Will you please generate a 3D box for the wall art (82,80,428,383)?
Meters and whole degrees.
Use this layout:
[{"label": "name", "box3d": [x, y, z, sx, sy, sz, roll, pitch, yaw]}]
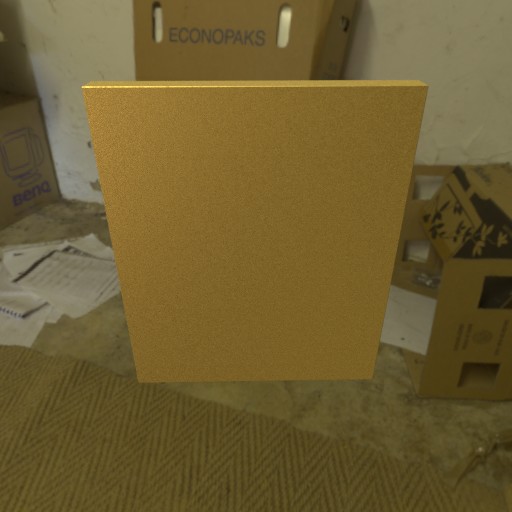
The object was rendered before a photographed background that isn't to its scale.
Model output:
[{"label": "wall art", "box3d": [0.000, 0.000, 0.871, 0.537, 0.642, 0.048, -1, 31, -1]}]
